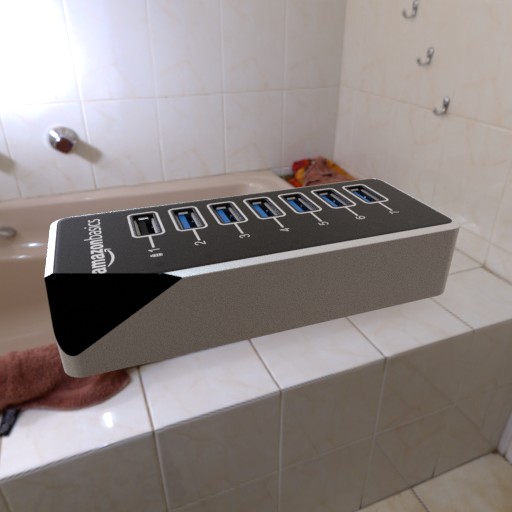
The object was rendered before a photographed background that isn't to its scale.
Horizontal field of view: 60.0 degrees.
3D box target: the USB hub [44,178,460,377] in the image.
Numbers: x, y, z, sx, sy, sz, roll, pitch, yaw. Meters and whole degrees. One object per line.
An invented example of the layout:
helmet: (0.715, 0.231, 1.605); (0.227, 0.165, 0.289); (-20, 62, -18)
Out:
USB hub: (0.000, 0.000, 0.131); (0.110, 0.023, 0.044); (-10, 30, -17)
